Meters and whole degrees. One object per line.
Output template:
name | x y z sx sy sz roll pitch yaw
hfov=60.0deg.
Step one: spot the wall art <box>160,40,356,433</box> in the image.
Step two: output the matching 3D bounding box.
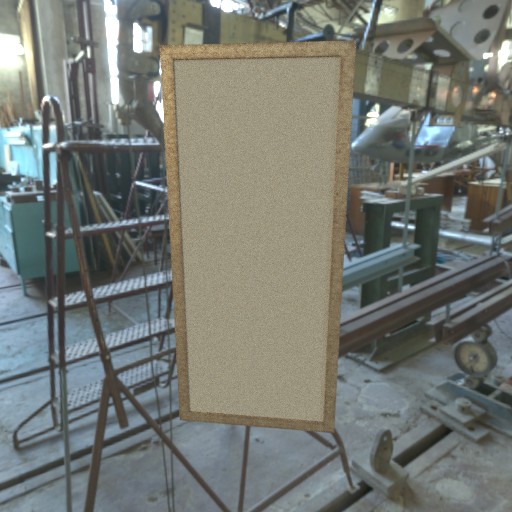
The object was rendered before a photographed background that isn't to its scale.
wall art | 0.000 0.000 1.670 0.648 1.461 0.051 2 16 7
